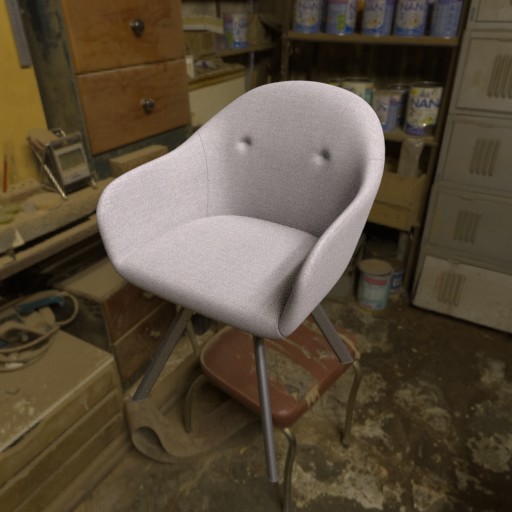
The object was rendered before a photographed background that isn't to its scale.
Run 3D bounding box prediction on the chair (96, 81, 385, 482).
[{"bbox_3d":[0.000,0.000,1.134,0.540,0.780,0.570,17,34,28],"label":"chair"}]
